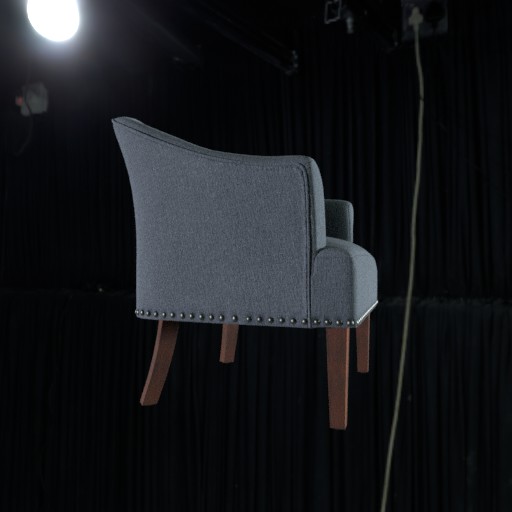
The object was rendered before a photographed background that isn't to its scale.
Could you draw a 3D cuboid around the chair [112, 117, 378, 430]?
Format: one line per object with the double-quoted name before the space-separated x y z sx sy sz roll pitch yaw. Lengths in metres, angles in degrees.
"chair" 0.000 0.000 1.404 0.704 0.815 0.798 -1 -2 19
